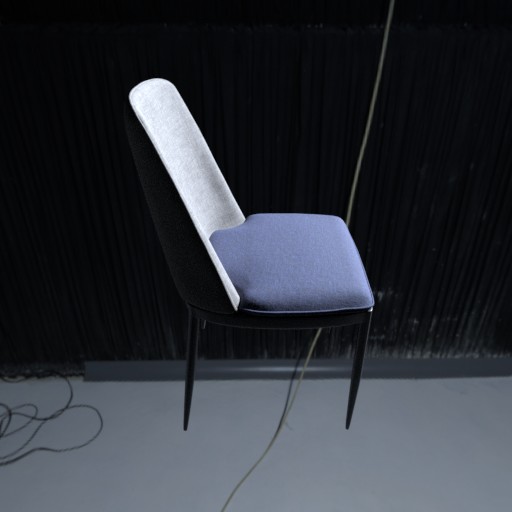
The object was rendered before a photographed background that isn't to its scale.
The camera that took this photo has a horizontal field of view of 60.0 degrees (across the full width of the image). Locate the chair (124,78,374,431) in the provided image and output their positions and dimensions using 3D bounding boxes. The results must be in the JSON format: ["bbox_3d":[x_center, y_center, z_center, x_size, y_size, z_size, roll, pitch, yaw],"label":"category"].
[{"bbox_3d":[0.000,0.000,1.175,0.550,0.855,0.488,0,30,0],"label":"chair"}]
